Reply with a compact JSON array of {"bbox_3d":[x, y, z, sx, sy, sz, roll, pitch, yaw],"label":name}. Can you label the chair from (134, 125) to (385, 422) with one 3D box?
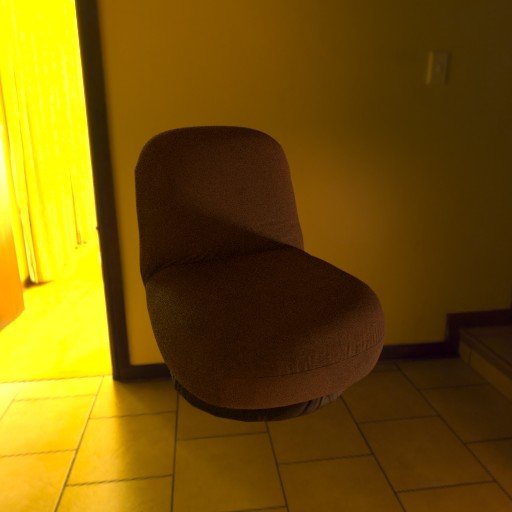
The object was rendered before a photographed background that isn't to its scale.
[{"bbox_3d":[0.000,0.000,1.050,0.521,0.594,0.597,-8,18,-27],"label":"chair"}]
